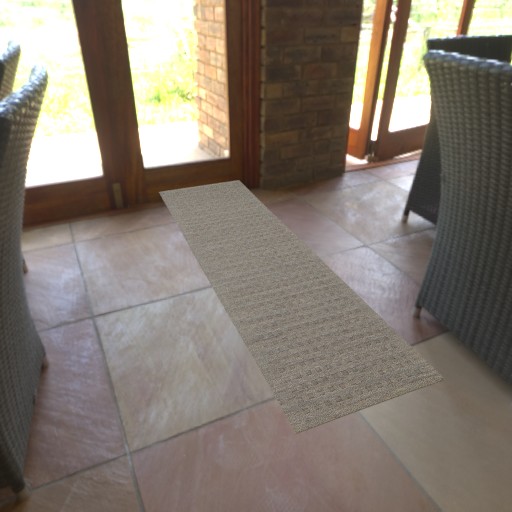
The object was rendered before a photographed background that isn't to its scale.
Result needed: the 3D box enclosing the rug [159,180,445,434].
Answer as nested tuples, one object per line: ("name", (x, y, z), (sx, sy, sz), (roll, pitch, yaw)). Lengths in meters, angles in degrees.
("rug", (0.000, 0.000, 2.682), (0.688, 0.005, 2.437), (-12, 33, -19))
